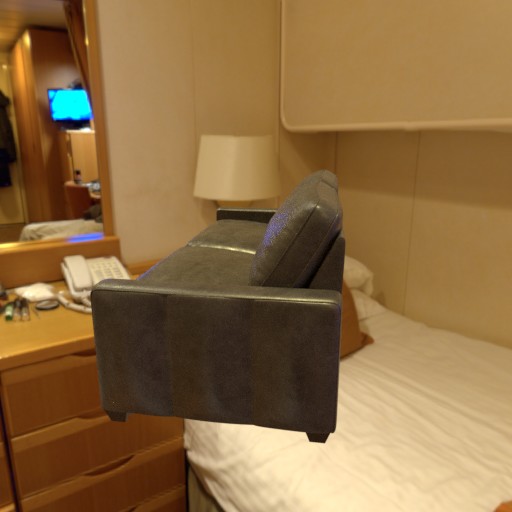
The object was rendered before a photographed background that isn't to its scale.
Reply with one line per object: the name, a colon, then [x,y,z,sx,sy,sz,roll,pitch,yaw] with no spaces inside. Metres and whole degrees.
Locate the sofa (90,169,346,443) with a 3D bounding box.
sofa: [0.000,0.000,2.578,0.939,0.916,2.081,2,15,9]
